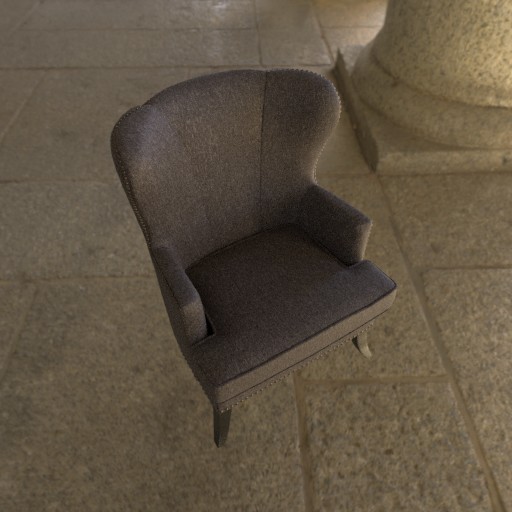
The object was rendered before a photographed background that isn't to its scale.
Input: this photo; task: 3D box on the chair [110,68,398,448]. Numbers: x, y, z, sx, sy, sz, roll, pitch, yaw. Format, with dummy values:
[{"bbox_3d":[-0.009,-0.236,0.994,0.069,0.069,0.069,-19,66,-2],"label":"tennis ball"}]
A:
[{"bbox_3d":[0.000,0.000,1.613,0.759,1.060,0.758,-24,52,-21],"label":"chair"}]
